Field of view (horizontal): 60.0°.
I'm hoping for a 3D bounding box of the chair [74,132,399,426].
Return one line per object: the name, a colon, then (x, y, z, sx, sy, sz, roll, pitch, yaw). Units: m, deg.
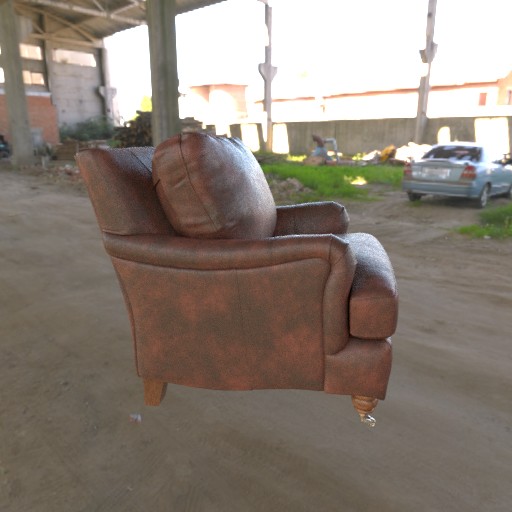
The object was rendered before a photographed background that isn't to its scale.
chair: (0.000, 0.000, 1.977, 1.156, 1.051, 0.987, 2, 15, 10)
